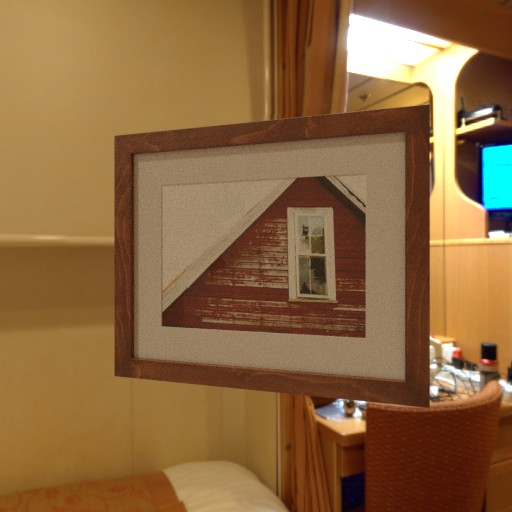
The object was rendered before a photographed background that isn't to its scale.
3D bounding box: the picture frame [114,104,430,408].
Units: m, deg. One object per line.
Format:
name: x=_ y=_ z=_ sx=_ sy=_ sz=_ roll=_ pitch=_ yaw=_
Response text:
picture frame: x=0.000 y=0.000 z=0.767 sx=0.559 sy=0.457 sz=0.025 roll=0 pitch=0 yaw=18
